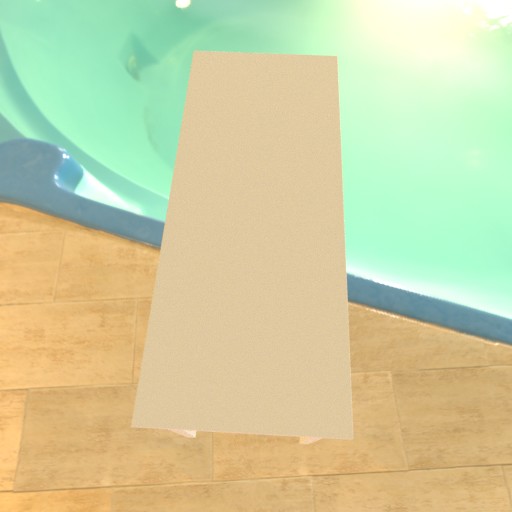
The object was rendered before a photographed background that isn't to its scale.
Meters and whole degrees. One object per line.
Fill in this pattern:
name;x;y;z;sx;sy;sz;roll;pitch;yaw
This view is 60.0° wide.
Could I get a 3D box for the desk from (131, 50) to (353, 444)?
desk;0.000;0.000;1.760;0.559;0.774;1.372;3;64;1
